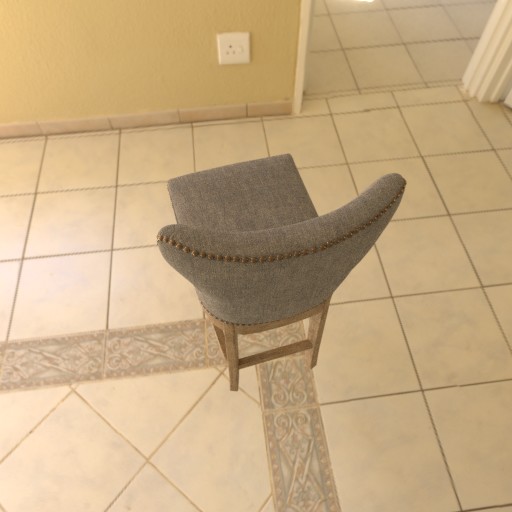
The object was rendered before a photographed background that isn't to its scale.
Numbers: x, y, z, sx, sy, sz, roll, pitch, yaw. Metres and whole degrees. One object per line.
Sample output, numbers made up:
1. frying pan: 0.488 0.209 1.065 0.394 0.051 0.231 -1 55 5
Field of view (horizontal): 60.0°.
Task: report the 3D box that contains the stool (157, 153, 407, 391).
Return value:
1. stool: 0.000 0.000 1.332 0.498 0.981 0.608 -14 59 -9
